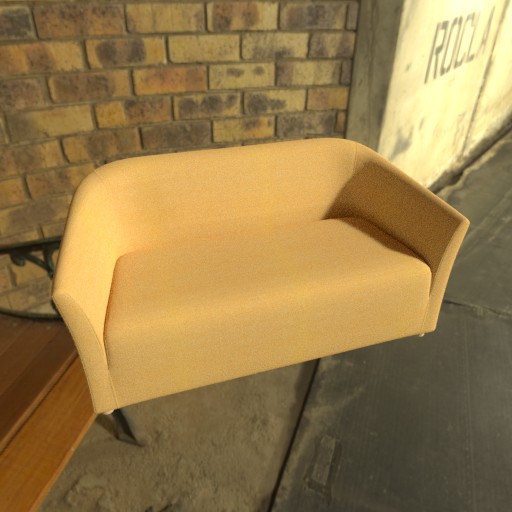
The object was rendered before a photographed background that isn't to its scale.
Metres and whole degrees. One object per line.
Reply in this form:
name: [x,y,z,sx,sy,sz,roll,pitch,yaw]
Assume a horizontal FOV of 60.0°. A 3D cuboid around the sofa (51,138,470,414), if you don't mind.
sofa: [0.000,0.000,1.837,1.452,0.721,0.705,-10,33,-15]
